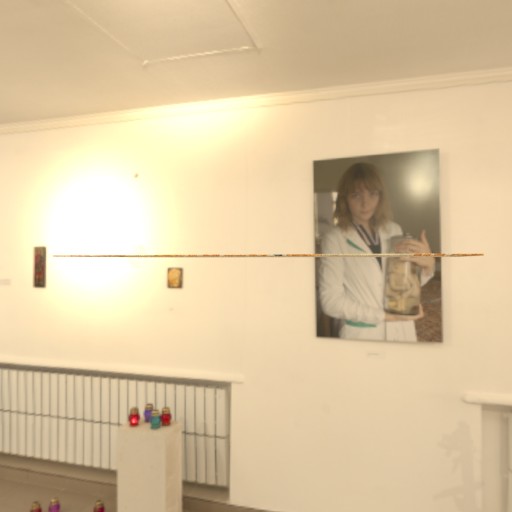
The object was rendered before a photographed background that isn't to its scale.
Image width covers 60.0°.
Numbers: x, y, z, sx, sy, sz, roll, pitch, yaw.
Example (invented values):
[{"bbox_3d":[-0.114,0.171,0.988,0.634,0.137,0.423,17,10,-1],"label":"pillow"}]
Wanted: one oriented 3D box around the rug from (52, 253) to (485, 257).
[{"bbox_3d":[0.000,0.000,2.758,2.437,0.010,0.783,0,-1,17],"label":"rug"}]
